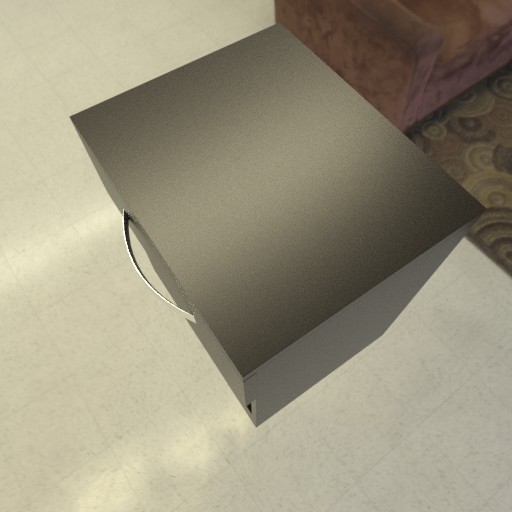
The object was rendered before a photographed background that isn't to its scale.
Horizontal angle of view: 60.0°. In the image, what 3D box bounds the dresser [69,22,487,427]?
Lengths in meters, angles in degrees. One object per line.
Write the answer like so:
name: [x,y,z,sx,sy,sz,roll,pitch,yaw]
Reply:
dresser: [0.000,0.000,0.739,0.360,0.470,0.400,-31,67,-15]
